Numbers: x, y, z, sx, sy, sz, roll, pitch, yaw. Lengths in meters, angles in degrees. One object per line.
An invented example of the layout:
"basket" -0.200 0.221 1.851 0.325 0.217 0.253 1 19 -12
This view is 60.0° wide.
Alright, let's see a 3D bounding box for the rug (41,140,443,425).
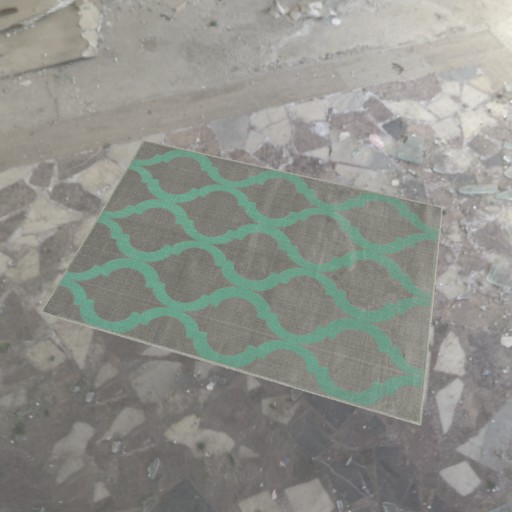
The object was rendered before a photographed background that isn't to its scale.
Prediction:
"rug" 0.000 0.000 2.910 2.286 0.006 1.524 14 60 9
